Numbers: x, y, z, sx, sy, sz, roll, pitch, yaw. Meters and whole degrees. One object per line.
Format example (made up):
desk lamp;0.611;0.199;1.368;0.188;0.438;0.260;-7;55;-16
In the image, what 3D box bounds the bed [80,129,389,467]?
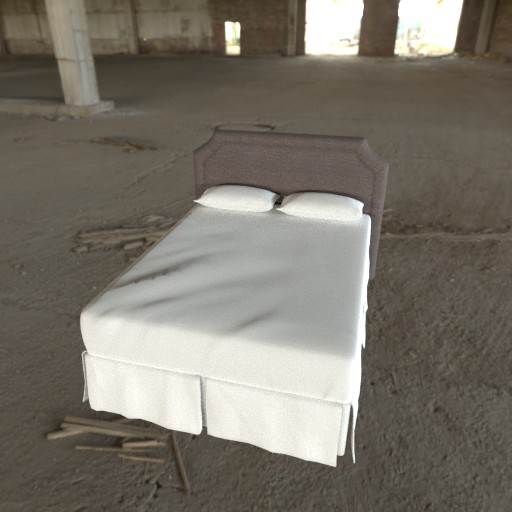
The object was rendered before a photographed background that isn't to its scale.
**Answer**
bed;0.000;0.000;3.098;1.693;1.290;2.116;7;28;13
